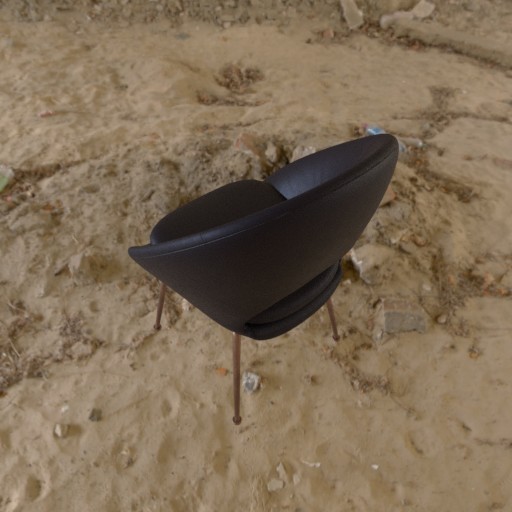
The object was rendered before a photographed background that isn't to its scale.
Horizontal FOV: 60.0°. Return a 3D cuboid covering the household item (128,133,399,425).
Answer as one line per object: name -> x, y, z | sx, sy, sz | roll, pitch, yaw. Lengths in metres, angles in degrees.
household item -> 0.000, 0.000, 1.235 | 0.623, 0.852, 0.573 | -32, 54, -27
